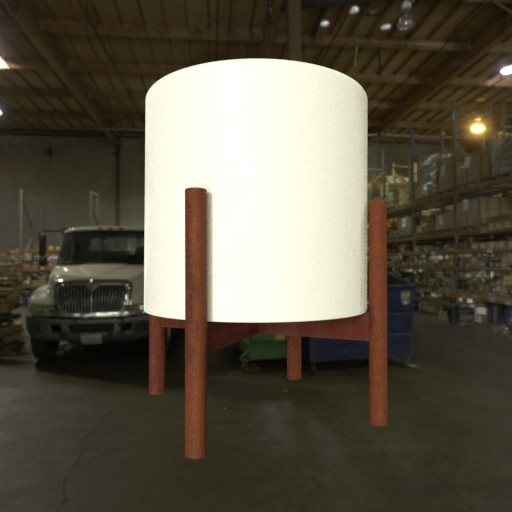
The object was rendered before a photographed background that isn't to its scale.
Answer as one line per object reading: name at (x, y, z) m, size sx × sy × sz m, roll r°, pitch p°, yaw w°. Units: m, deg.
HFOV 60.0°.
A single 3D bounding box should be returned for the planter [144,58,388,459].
planter at (0.000, 0.000, 0.859) m, size 0.421 × 0.581 × 0.420 m, roll 0°, pitch -1°, yaw -19°
